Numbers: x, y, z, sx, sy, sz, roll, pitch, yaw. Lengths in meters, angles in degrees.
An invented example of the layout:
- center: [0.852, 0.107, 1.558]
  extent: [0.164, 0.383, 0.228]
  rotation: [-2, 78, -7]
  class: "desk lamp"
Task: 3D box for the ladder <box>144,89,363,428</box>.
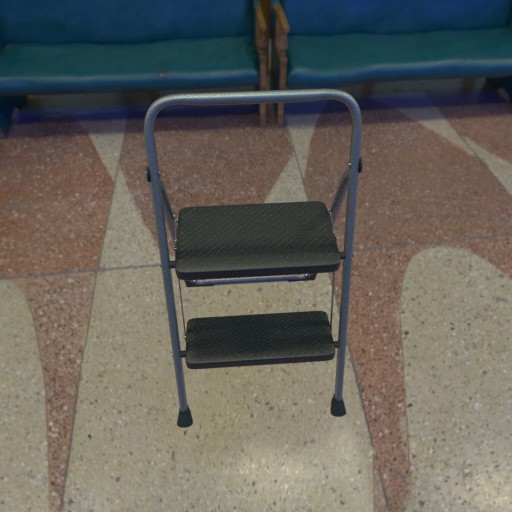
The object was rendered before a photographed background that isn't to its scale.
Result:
- center: [0.000, 0.000, 1.013]
  extent: [0.430, 0.720, 0.472]
  rotation: [-3, 47, -3]
  class: "ladder"
